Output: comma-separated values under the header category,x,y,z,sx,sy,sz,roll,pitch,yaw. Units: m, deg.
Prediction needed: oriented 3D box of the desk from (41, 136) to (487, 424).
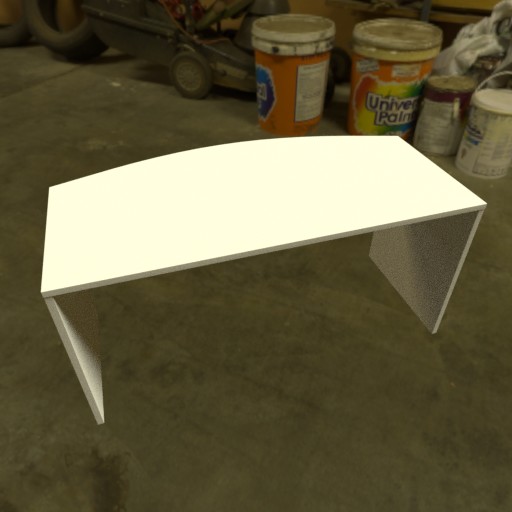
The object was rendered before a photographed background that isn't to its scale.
category,x,y,z,sx,sy,sz,roll,pitch,yaw
desk,0.000,0.000,2.041,1.600,0.750,0.802,-11,41,-14
